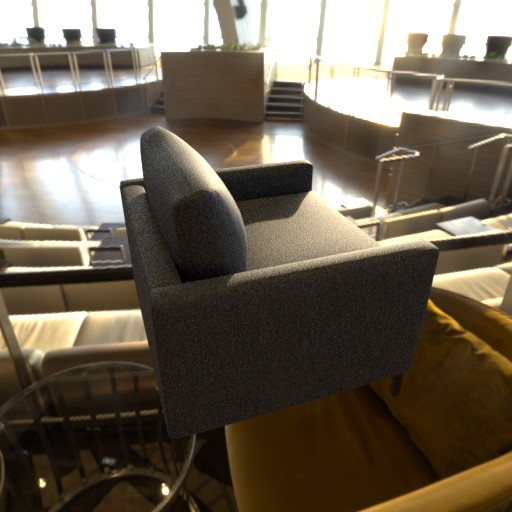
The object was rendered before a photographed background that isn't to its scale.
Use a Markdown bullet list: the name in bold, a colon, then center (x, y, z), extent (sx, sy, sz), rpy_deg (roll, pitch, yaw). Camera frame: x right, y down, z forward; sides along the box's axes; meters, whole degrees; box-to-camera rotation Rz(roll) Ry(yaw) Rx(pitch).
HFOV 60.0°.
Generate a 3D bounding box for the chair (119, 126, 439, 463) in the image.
- **chair**: center (0.000, 0.000, 1.655), extent (0.866, 0.861, 0.963), rpy_deg (-10, 31, -17)
